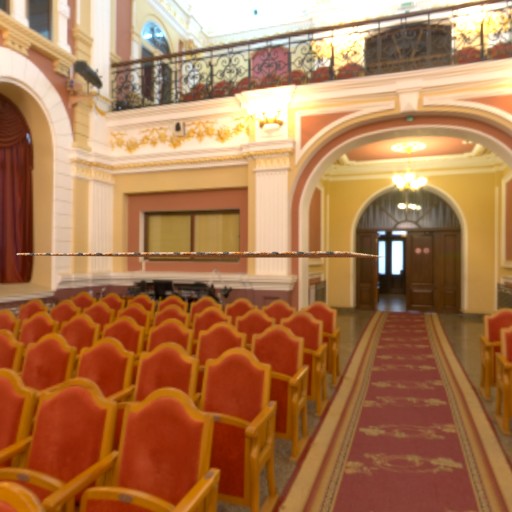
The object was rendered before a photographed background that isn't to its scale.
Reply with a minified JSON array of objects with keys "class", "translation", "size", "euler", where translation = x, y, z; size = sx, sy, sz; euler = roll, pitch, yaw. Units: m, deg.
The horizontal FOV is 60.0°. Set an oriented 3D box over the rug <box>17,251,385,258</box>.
[{"class":"rug","translation":[0.000,0.000,2.959],"size":[1.533,0.010,2.428],"euler":[0,-1,19]}]
